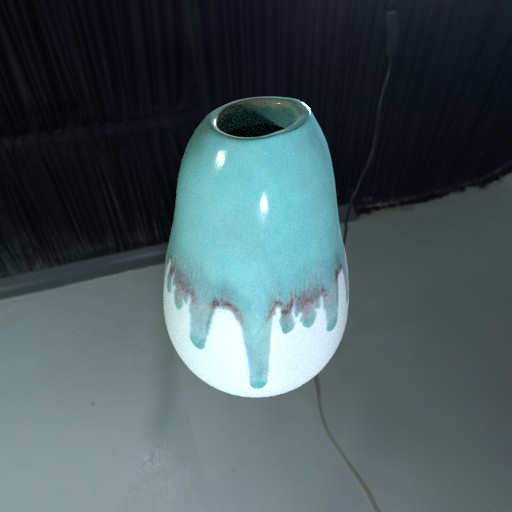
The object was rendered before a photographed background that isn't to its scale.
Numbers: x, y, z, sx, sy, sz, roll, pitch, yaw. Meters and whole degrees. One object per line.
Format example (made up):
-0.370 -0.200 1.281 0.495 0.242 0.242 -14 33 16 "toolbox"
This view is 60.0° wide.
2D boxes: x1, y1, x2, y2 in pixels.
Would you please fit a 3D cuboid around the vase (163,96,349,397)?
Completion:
0.000 0.000 0.254 0.116 0.179 0.116 0 46 0 "vase"
